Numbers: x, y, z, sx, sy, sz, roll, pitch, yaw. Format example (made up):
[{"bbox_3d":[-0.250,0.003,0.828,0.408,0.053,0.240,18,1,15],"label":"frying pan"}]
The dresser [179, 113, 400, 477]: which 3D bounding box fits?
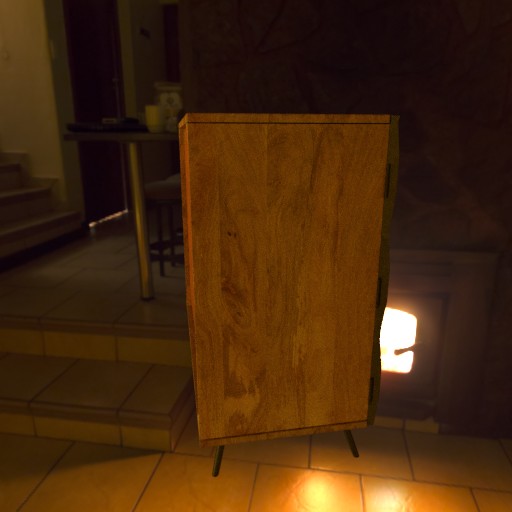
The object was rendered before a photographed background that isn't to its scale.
[{"bbox_3d":[0.000,0.000,1.452,0.446,0.847,0.967,-3,16,-10],"label":"dresser"}]
